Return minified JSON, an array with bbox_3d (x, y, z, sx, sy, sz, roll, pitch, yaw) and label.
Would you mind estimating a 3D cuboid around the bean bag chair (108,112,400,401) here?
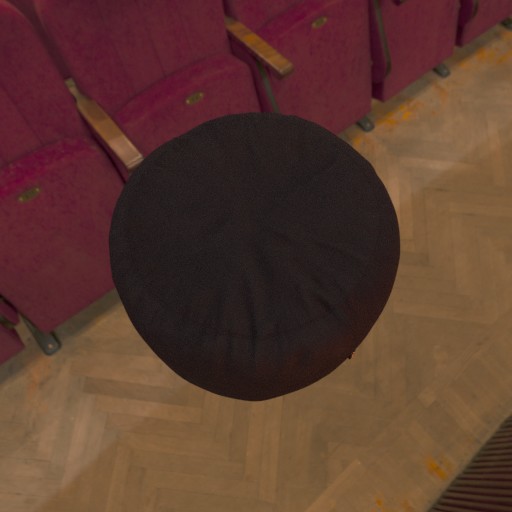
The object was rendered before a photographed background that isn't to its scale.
[{"bbox_3d":[0.000,0.000,2.019,1.219,0.762,1.219,0,63,0],"label":"bean bag chair"}]
